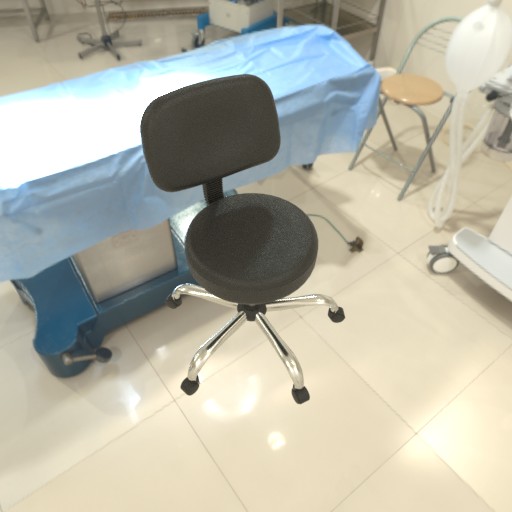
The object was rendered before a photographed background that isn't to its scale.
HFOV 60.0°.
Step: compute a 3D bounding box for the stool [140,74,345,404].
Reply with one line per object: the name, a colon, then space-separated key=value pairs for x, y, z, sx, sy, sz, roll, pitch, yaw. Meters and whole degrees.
stool: x=0.000 y=0.000 z=1.355 sx=0.673 sy=0.862 sz=0.648 roll=-23 pitch=51 yaw=-20
